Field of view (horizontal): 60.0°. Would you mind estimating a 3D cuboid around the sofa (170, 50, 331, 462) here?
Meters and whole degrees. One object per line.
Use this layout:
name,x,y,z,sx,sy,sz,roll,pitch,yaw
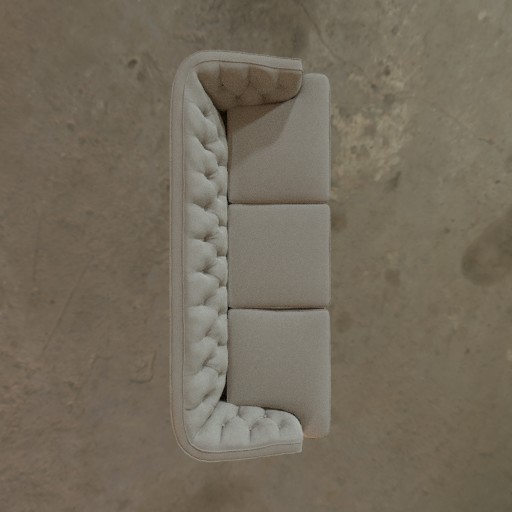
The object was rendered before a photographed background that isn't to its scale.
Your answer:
sofa,0.000,0.000,2.787,0.941,0.855,2.278,0,90,0
